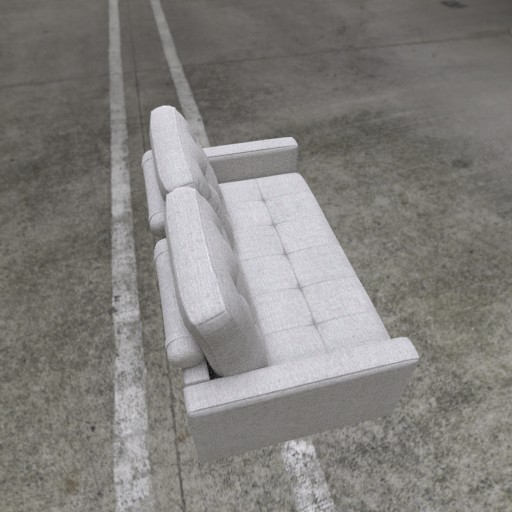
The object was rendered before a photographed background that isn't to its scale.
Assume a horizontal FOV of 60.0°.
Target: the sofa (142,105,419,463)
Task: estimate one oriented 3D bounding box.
[{"bbox_3d":[0.000,0.000,1.943,0.842,0.907,1.407,-10,48,-10],"label":"sofa"}]
